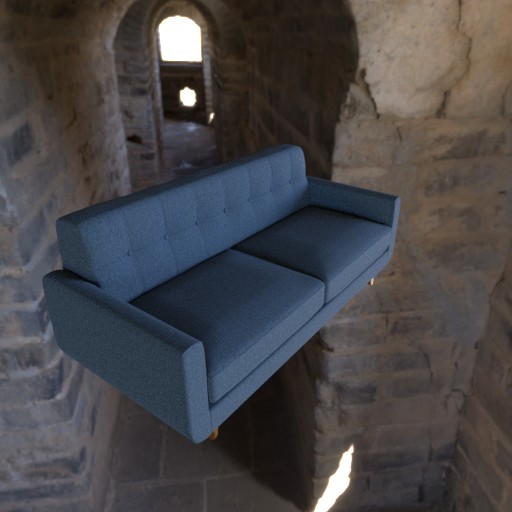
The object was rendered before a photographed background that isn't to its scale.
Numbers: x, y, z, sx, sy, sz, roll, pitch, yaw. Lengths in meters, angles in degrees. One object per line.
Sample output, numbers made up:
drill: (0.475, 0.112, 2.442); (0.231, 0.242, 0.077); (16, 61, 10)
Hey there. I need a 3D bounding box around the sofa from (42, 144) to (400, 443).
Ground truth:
sofa: (0.000, 0.000, 2.570); (0.942, 0.884, 2.055); (19, 33, 32)
